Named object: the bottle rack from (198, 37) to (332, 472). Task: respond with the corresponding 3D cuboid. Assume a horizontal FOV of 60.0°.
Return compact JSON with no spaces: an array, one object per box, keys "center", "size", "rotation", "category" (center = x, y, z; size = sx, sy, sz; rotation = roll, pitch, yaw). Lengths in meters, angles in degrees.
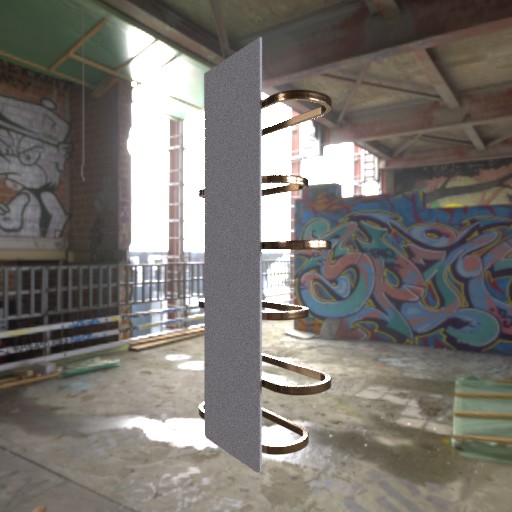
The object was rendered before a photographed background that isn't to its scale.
[{"center":[0.000,0.000,0.826],"size":[0.118,0.709,0.332],"rotation":[0,1,-36],"category":"bottle rack"}]
